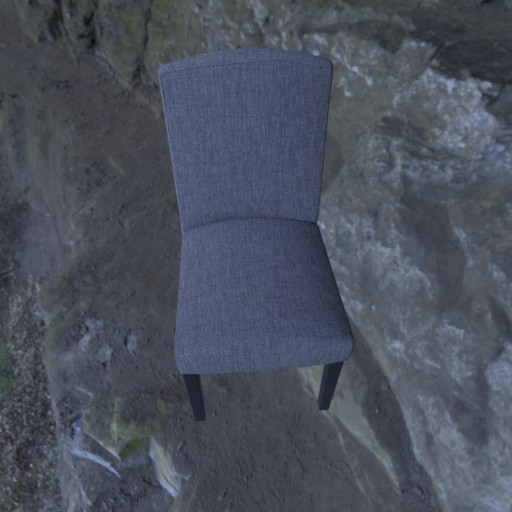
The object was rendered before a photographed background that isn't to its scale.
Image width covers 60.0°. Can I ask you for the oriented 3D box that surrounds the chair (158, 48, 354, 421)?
[{"bbox_3d":[0.000,0.000,1.238,0.451,0.917,0.580,-4,46,-4],"label":"chair"}]
